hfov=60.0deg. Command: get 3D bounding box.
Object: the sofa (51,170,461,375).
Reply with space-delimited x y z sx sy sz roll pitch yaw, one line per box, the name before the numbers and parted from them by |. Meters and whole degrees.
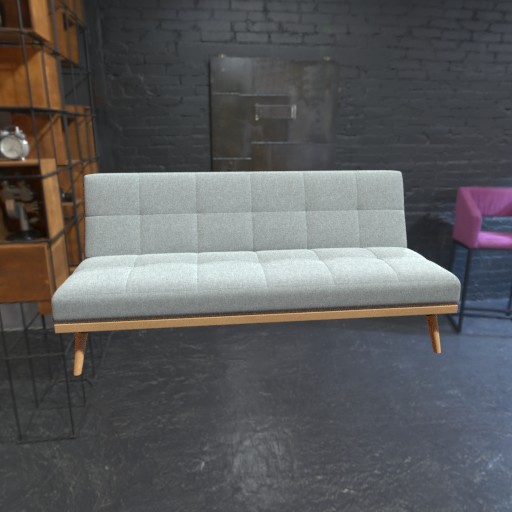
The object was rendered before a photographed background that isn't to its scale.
sofa | 0.000 0.000 2.286 1.820 0.800 0.800 -2 16 -7
